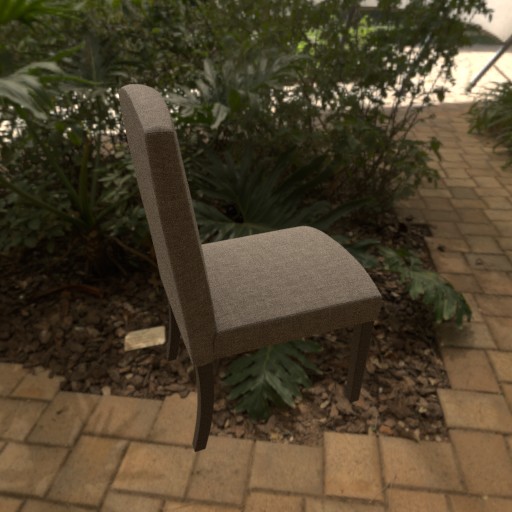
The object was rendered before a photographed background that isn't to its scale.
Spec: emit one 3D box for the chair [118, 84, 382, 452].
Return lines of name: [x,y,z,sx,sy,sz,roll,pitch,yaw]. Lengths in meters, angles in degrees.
chair: [0.000,0.000,1.233,0.580,0.917,0.451,-11,31,-18]
